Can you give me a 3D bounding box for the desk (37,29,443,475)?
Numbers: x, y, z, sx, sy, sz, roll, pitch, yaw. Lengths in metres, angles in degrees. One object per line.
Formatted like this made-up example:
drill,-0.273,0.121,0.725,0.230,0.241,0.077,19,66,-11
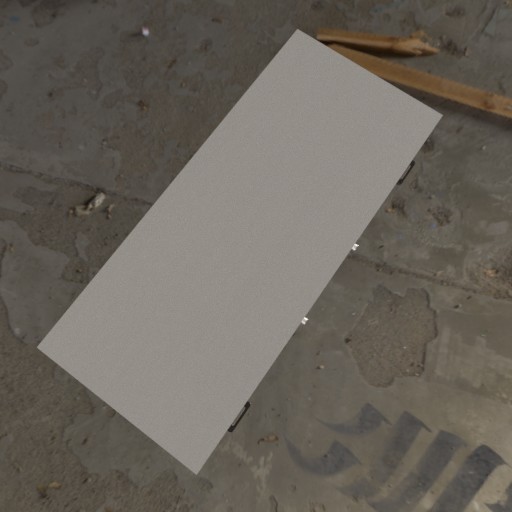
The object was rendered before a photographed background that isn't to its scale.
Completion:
desk,0.000,0.000,1.714,0.589,0.762,1.313,35,78,8
